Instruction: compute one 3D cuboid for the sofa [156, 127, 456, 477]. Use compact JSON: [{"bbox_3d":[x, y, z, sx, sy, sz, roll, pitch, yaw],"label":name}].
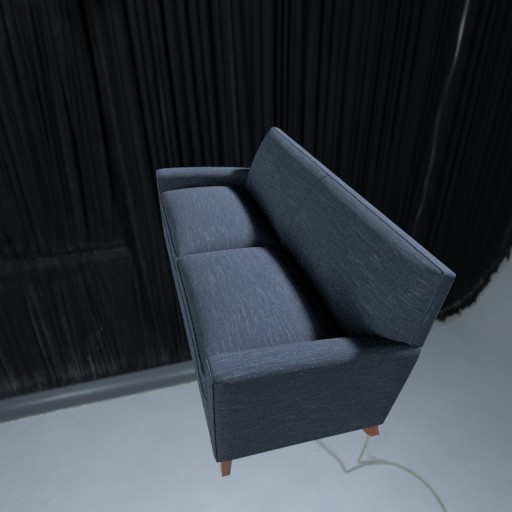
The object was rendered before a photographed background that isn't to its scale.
[{"bbox_3d":[0.000,0.000,2.390,0.875,0.846,1.976,-8,32,-14],"label":"sofa"}]
